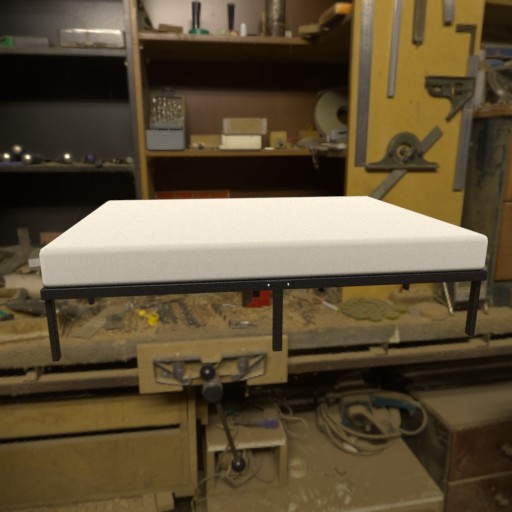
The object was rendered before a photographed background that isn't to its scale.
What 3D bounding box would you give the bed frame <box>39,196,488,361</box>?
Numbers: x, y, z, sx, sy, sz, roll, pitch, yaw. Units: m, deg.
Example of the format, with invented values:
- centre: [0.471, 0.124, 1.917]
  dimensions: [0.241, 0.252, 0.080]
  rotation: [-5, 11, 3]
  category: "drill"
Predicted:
- centre: [0.000, 0.000, 3.544]
  dimensions: [2.635, 0.680, 1.990]
  rotation: [-2, 15, -7]
  category: "bed frame"
